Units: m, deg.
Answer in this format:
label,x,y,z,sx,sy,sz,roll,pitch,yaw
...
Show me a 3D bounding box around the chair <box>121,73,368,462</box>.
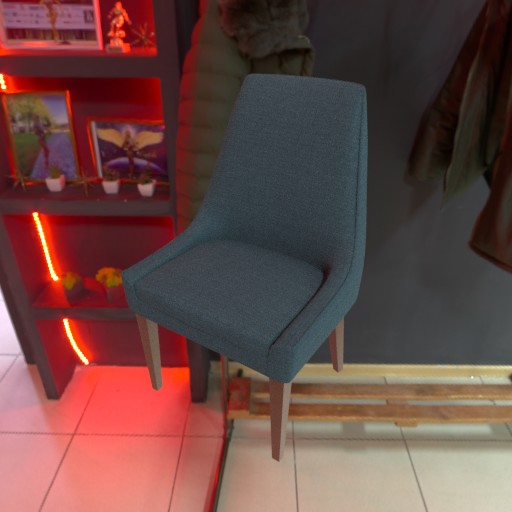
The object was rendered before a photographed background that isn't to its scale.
label,x,y,z,sx,sy,sz,roll,pitch,yaw
chair,0.000,0.000,1.215,0.529,0.861,0.544,18,35,29
